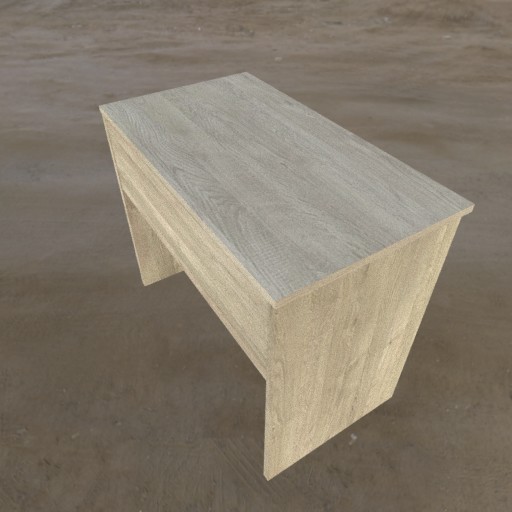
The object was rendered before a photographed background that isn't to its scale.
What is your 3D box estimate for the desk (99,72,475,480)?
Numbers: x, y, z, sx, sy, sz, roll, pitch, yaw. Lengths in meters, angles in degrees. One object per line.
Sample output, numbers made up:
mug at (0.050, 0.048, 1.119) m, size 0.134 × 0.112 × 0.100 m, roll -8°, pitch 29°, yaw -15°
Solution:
desk at (0.000, 0.000, 1.333) m, size 0.498 × 0.724 × 0.893 m, roll -23°, pitch 47°, yaw -24°
